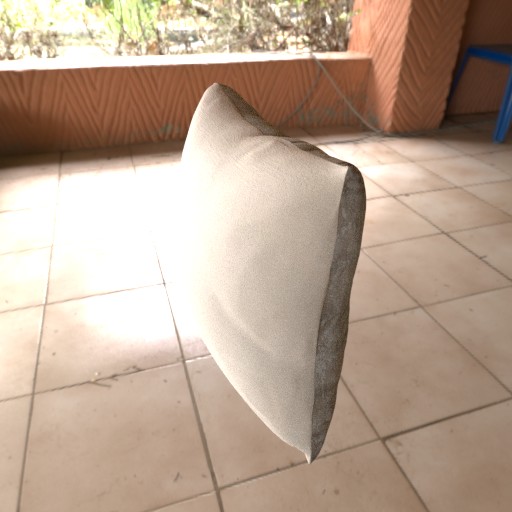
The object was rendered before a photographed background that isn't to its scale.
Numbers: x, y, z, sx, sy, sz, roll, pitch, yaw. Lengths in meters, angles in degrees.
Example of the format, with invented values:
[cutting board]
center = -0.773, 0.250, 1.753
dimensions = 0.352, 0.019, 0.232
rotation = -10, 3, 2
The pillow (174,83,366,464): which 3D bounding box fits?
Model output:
[pillow]
center = 0.000, 0.000, 0.701
dimensions = 0.245, 0.448, 0.450
rotation = -10, 33, -16
